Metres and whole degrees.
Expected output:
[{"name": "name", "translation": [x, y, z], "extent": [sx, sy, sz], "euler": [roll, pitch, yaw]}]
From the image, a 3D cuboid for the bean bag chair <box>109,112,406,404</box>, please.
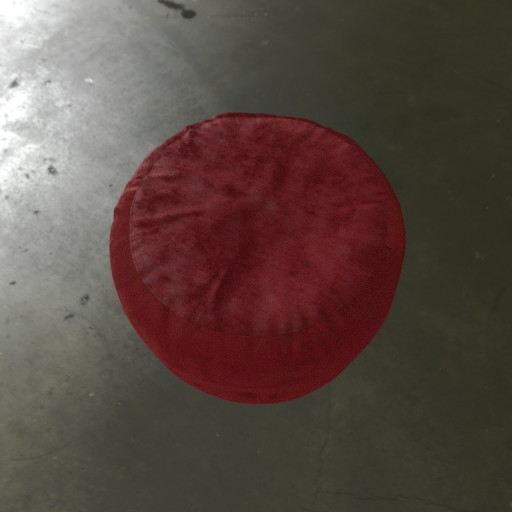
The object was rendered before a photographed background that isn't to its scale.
[{"name": "bean bag chair", "translation": [0.000, 0.000, 1.980], "extent": [1.219, 0.762, 1.219], "euler": [0, 62, 0]}]
